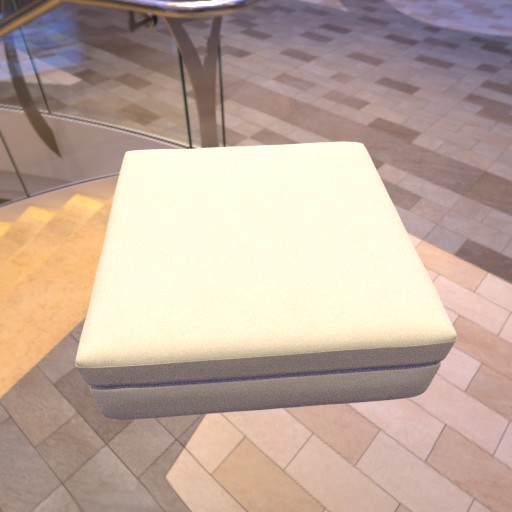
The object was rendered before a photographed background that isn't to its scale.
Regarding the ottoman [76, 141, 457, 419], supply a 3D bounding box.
[{"bbox_3d":[0.000,0.000,1.807,1.167,0.482,1.163,-3,45,-3],"label":"ottoman"}]
